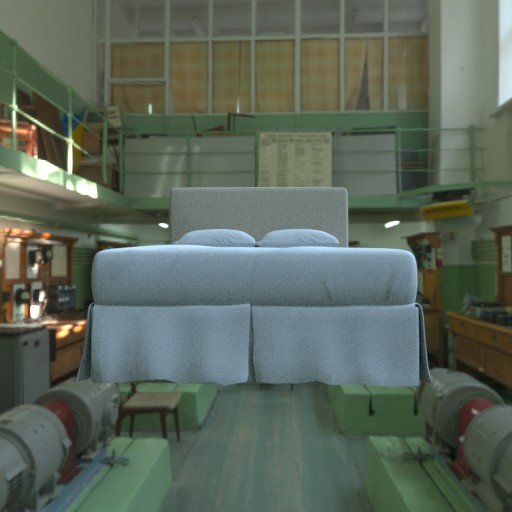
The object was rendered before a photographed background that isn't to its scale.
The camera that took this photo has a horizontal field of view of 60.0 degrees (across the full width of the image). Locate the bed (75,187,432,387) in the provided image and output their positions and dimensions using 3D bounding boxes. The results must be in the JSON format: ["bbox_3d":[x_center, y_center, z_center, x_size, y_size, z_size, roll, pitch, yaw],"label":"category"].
[{"bbox_3d":[0.000,0.000,3.199,1.748,1.330,2.142,0,-1,1],"label":"bed"}]
